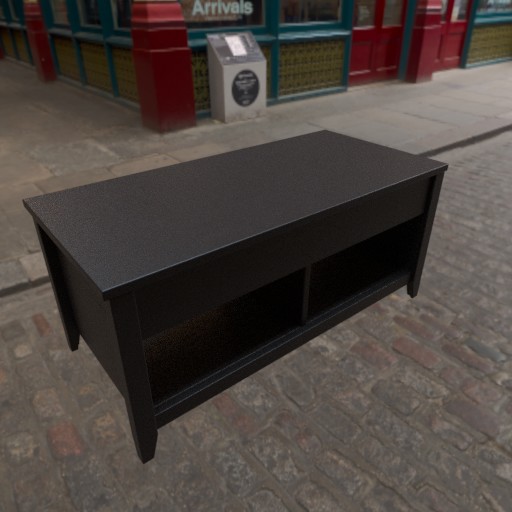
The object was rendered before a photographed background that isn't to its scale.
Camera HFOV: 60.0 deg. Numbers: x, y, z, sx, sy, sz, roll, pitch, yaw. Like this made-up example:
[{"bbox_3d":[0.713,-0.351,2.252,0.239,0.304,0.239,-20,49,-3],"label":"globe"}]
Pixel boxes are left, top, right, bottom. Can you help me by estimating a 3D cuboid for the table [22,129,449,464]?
[{"bbox_3d":[0.000,0.000,1.262,1.016,0.457,0.483,-22,37,-33],"label":"table"}]
